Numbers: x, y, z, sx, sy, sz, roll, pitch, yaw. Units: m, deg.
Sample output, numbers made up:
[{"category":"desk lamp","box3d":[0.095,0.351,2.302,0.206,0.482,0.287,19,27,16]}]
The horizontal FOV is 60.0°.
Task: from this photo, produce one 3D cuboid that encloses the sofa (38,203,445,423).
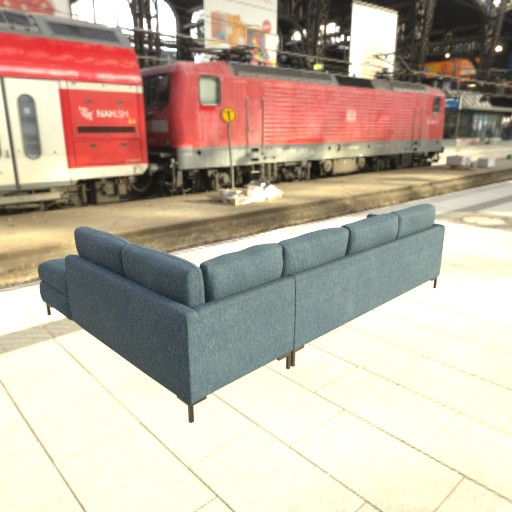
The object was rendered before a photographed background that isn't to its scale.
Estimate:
[{"category":"sofa","box3d":[0.000,0.000,3.806,2.949,0.815,2.007,-15,22,-42]}]
